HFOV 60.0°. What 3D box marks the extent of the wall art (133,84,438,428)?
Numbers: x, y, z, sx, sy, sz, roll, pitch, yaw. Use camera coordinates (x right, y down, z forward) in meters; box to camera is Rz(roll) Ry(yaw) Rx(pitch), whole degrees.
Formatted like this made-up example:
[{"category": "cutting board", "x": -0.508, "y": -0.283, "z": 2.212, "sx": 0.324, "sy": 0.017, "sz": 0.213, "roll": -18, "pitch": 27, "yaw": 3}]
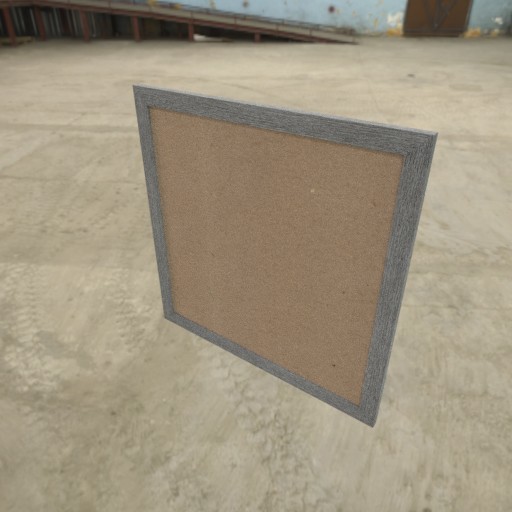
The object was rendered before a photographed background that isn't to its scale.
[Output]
[{"category": "wall art", "x": 0.000, "y": 0.000, "z": 1.032, "sx": 0.685, "sy": 0.685, "sz": 0.020, "roll": 21, "pitch": 37, "yaw": 30}]
